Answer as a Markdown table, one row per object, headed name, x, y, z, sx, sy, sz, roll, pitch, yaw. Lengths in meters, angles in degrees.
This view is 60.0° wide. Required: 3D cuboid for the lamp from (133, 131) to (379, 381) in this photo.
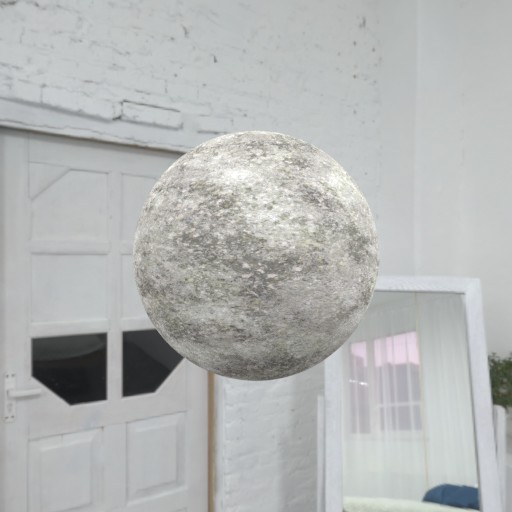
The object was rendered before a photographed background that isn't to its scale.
| name | x | y | z | sx | sy | sz | roll | pitch | yaw |
| --- | --- | --- | --- | --- | --- | --- | --- | --- | --- |
| lamp | 0.000 | 0.000 | 0.788 | 0.422 | 0.429 | 0.422 | 0 | 1 | 0 |
